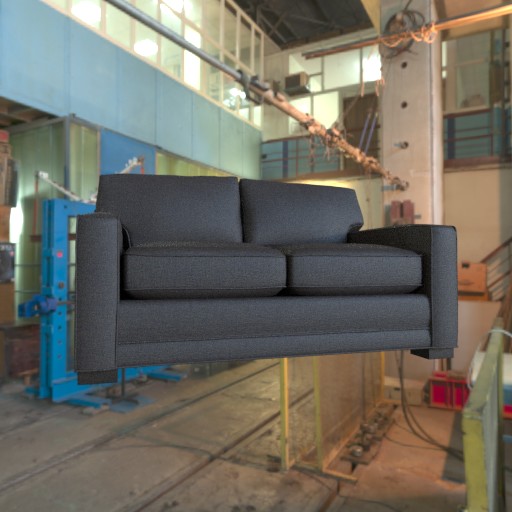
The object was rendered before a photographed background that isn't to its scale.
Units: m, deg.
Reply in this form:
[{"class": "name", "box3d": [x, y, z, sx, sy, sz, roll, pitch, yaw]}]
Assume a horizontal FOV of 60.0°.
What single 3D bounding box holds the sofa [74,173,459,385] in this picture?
[{"class": "sofa", "box3d": [0.000, 0.000, 2.132, 1.534, 0.887, 0.974, 0, -1, -17]}]
